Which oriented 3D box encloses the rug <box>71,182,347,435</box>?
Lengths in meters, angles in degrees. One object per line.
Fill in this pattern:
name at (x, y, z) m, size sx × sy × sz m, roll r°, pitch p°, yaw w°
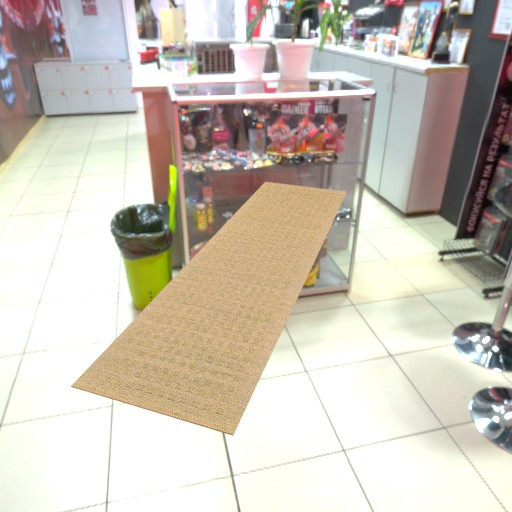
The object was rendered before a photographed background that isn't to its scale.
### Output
rug at (0.000, 0.000, 2.640) m, size 0.686 × 0.006 × 2.437 m, roll 10°, pitch 31°, yaw 17°
